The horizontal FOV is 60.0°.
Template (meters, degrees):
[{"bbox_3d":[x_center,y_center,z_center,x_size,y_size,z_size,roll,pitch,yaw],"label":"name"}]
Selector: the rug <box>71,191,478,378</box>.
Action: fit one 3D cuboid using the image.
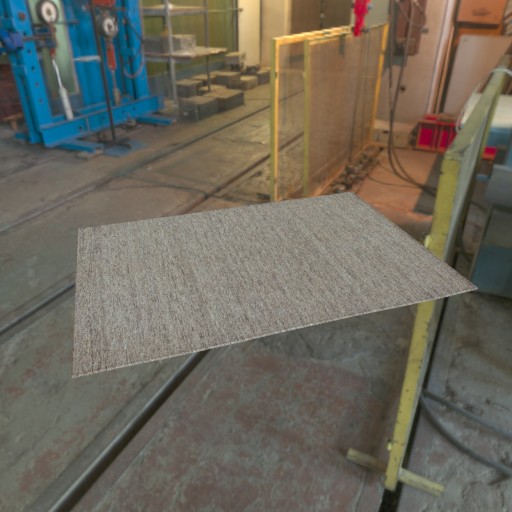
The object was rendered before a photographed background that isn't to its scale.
[{"bbox_3d":[0.000,0.000,2.961,2.283,0.013,1.547,-10,32,-15],"label":"rug"}]
